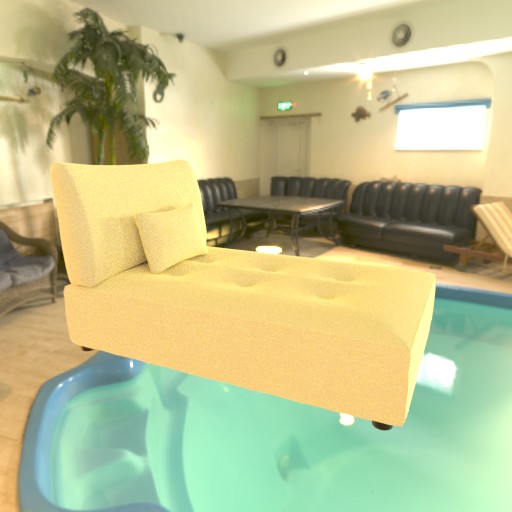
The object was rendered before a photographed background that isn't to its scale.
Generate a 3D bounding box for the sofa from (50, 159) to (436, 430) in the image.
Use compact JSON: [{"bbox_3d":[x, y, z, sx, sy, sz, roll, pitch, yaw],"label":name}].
[{"bbox_3d":[0.000,0.000,1.968,1.450,0.820,0.930,7,15,25],"label":"sofa"}]
